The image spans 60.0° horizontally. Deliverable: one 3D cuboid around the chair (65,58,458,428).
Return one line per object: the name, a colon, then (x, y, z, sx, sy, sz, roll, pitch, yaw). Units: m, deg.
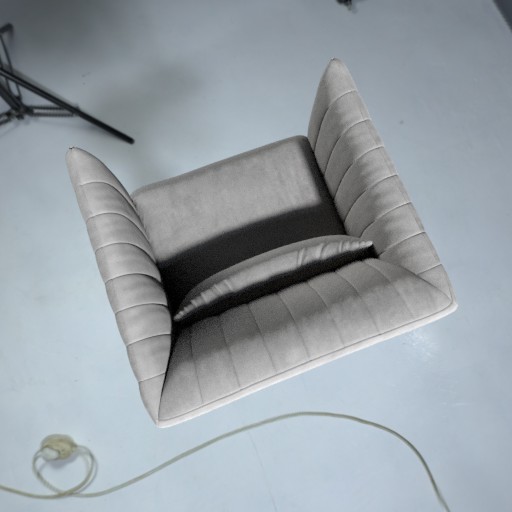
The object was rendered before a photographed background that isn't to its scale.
chair: (0.000, 0.000, 1.637, 0.981, 0.779, 0.873, -21, 77, -5)
